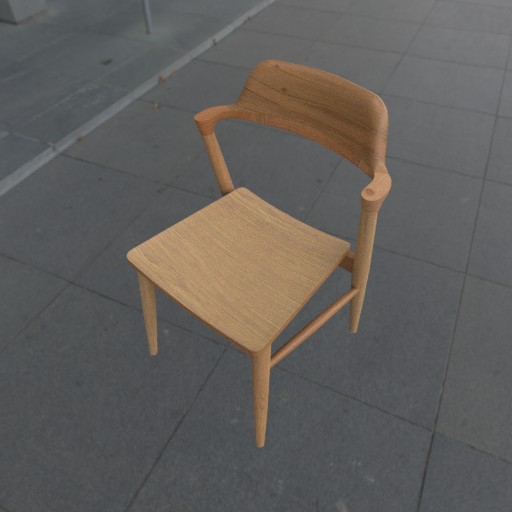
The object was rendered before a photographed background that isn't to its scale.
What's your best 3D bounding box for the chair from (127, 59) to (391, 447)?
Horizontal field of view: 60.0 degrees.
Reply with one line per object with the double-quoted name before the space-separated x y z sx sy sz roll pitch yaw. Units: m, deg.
"chair" 0.000 0.000 1.137 0.512 0.792 0.499 31 54 27
